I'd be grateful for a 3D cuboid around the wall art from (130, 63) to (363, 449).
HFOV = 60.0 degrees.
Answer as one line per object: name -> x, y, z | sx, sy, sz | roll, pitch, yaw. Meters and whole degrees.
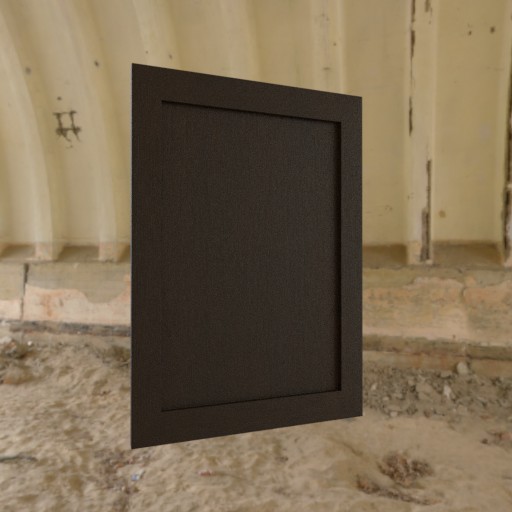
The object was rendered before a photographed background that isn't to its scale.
wall art -> 0.000, 0.000, 0.659 | 0.359, 0.513, 0.017 | 0, 0, -20
